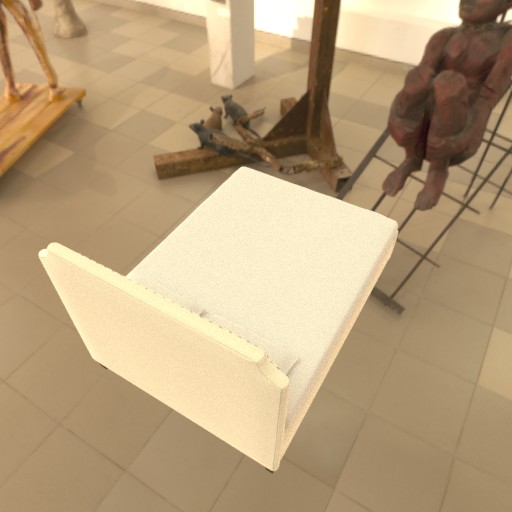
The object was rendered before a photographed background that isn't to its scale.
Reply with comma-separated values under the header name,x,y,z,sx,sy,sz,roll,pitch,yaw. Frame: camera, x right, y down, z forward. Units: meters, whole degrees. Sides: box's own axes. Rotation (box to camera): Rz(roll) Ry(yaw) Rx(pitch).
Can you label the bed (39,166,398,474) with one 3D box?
name,x,y,z,sx,sy,sz,roll,pitch,yaw
bed,0.000,0.000,3.499,1.712,1.497,2.372,24,51,21
